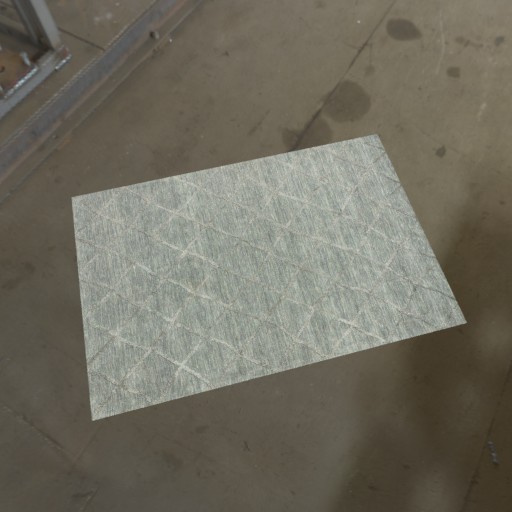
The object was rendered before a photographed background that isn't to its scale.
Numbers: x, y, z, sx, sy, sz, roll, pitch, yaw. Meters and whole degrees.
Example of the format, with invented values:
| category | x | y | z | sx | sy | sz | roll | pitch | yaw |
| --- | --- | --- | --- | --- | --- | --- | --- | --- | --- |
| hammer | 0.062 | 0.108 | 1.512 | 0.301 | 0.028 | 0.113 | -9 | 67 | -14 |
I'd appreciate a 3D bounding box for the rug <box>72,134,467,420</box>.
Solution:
| category | x | y | z | sx | sy | sz | roll | pitch | yaw |
| --- | --- | --- | --- | --- | --- | --- | --- | --- | --- |
| rug | 0.000 | 0.000 | 2.917 | 2.283 | 0.006 | 1.521 | -13 | 65 | -6 |
